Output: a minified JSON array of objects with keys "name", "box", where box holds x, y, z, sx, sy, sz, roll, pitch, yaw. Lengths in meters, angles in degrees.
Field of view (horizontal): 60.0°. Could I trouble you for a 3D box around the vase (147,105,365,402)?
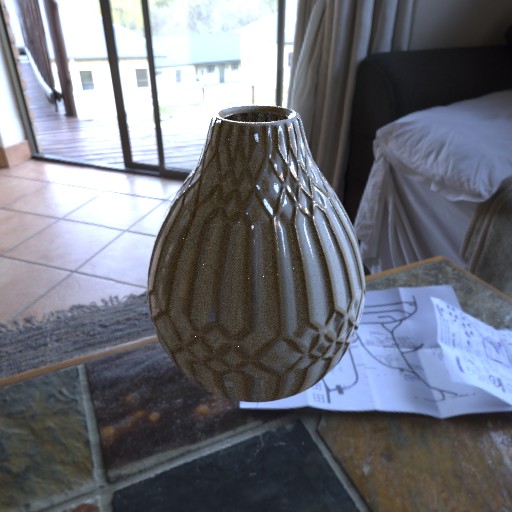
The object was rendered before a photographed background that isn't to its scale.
[{"name":"vase","box":[0.000,0.000,0.319,0.159,0.200,0.159,0,30,0]}]
